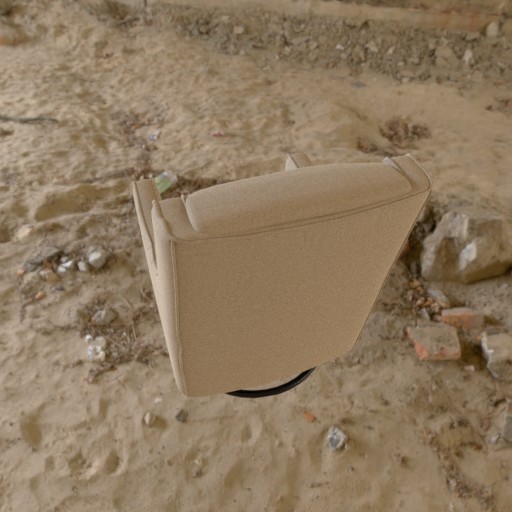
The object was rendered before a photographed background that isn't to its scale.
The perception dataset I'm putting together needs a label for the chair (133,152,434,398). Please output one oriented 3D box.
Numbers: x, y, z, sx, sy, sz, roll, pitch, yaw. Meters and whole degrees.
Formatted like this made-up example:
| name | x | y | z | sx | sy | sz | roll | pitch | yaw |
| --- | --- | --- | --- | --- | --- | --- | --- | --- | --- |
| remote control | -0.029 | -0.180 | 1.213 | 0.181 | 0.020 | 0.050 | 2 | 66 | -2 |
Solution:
| name | x | y | z | sx | sy | sz | roll | pitch | yaw |
| --- | --- | --- | --- | --- | --- | --- | --- | --- | --- |
| chair | 0.000 | 0.000 | 1.577 | 0.732 | 0.993 | 0.879 | -13 | 43 | -14 |
